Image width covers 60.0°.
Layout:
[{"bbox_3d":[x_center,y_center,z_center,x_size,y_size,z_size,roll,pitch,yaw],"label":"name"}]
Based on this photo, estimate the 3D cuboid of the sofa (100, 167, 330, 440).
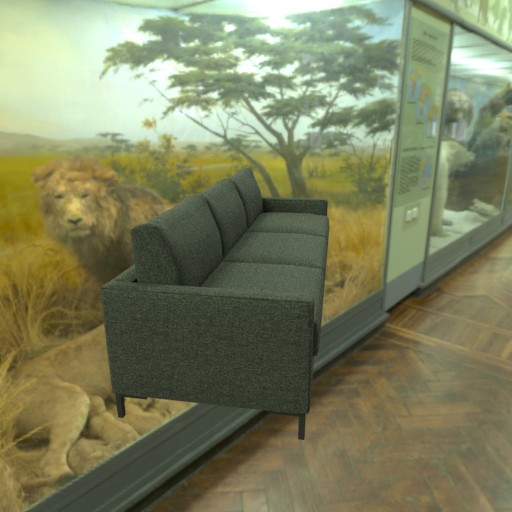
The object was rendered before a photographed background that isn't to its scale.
[{"bbox_3d":[0.000,0.000,2.781,0.876,0.879,2.253,3,17,10],"label":"sofa"}]
